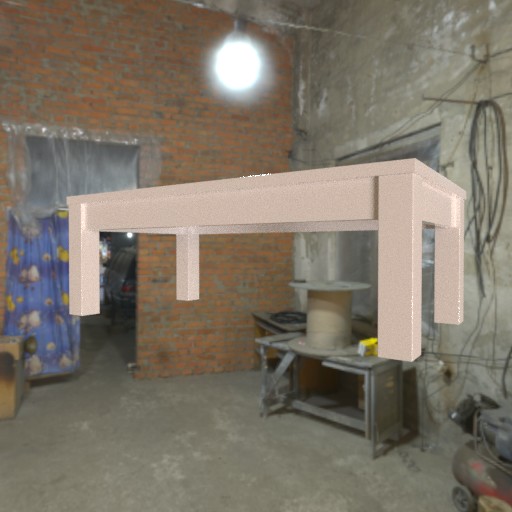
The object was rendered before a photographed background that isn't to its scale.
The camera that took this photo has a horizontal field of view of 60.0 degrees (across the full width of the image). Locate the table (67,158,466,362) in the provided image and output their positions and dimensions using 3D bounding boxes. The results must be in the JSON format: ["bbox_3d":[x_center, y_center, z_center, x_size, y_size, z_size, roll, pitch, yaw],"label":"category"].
[{"bbox_3d":[0.000,0.000,1.683,1.350,0.470,0.700,1,1,34],"label":"table"}]
